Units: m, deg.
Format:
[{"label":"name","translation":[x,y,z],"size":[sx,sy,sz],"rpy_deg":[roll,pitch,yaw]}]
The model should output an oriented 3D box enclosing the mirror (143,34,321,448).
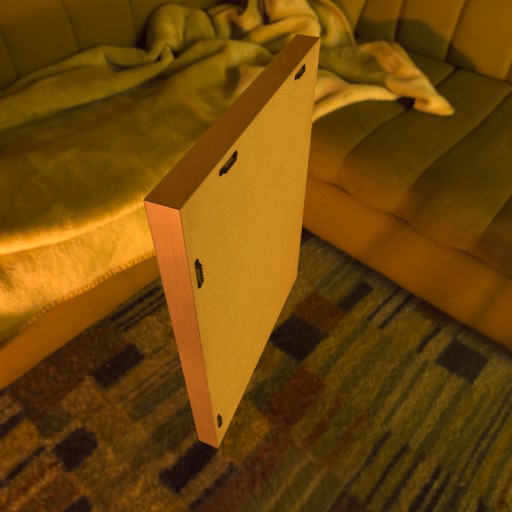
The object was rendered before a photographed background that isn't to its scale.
[{"label":"mirror","translation":[0.000,0.000,0.680],"size":[0.041,0.509,0.406],"rpy_deg":[16,48,15]}]
